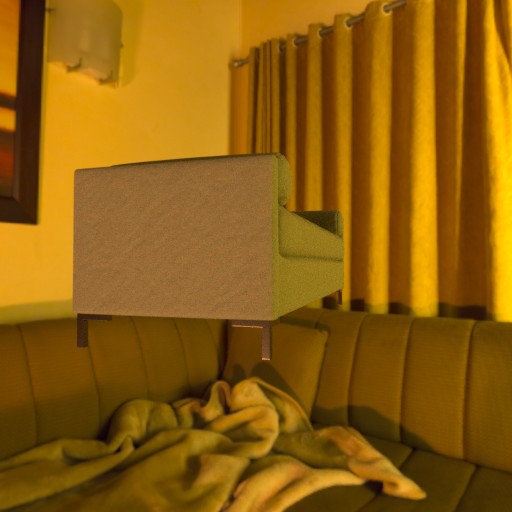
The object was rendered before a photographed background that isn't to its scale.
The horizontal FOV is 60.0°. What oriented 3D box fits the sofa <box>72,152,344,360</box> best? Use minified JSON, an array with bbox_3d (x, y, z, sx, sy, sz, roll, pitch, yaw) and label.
[{"bbox_3d":[0.000,0.000,2.498,0.796,0.705,2.102,0,-1,17],"label":"sofa"}]
